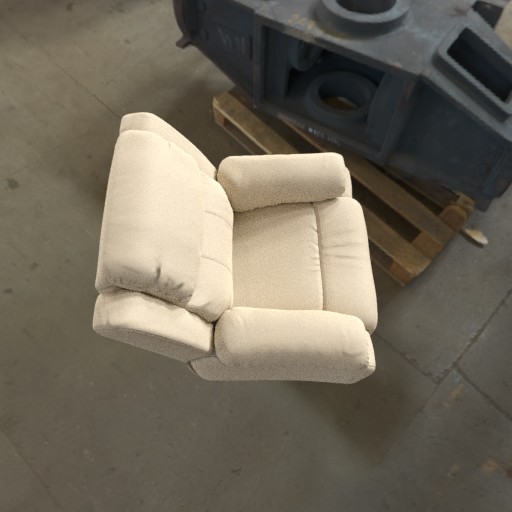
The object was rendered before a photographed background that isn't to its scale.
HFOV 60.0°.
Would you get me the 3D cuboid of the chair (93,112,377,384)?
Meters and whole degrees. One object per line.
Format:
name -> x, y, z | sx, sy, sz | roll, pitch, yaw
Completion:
chair -> 0.000, 0.000, 1.290 | 0.709, 0.702, 0.680 | -1, 65, -1
